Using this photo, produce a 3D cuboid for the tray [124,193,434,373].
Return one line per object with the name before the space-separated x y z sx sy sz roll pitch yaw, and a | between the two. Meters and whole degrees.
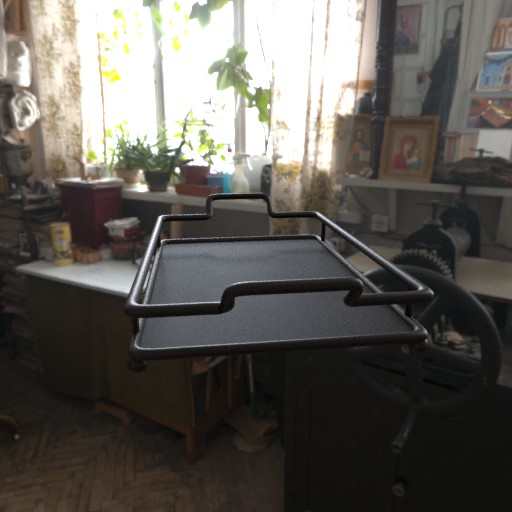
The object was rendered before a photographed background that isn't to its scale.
tray | 0.000 0.000 0.608 0.297 0.101 0.495 -2 17 -8
